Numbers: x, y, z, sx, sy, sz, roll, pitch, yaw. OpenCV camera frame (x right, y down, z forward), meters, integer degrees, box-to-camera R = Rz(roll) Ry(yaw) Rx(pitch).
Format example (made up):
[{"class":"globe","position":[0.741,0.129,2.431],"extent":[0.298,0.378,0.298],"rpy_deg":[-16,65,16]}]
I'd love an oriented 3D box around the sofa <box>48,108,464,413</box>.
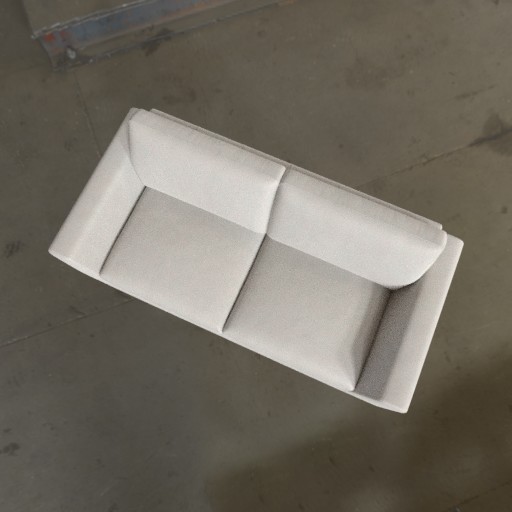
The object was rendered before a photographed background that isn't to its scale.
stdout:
[{"class":"sofa","position":[0.000,0.000,2.496],"extent":[2.017,0.875,0.953],"rpy_deg":[23,76,6]}]
